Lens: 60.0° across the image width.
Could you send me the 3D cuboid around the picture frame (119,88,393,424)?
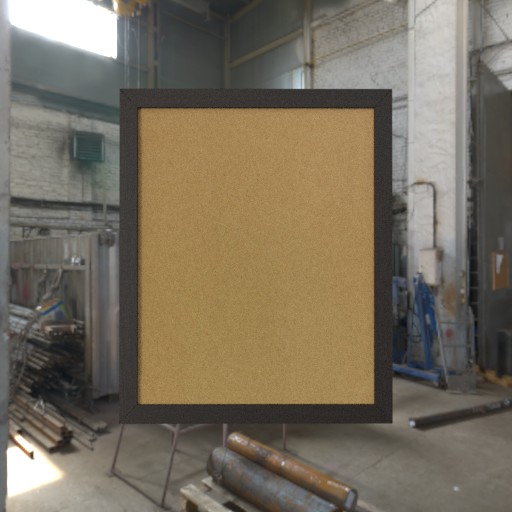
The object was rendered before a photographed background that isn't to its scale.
[{"bbox_3d":[0.000,0.000,0.757,0.452,0.555,0.044,0,0,0],"label":"picture frame"}]
